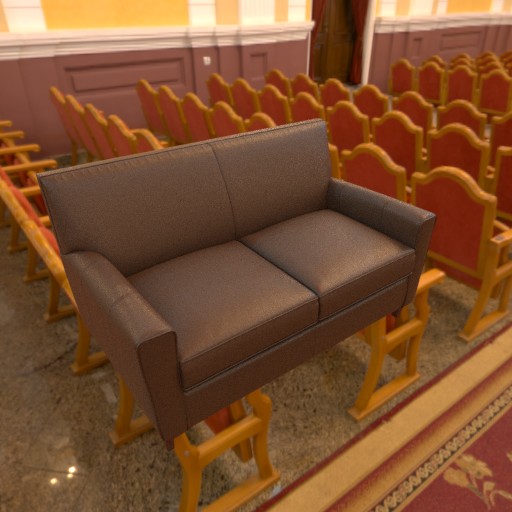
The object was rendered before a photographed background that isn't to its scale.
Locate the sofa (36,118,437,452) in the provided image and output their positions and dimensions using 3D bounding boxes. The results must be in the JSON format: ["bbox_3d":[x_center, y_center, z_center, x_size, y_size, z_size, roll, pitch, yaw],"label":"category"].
[{"bbox_3d":[0.000,0.000,1.985,1.468,0.859,0.853,-21,36,-31],"label":"sofa"}]
